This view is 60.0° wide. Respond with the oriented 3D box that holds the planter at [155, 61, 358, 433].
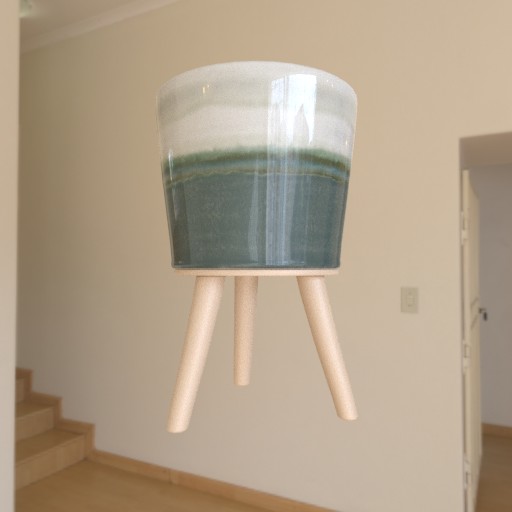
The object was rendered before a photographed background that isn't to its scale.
[{"bbox_3d":[0.000,0.000,0.482,0.217,0.331,0.217,0,-1,2],"label":"planter"}]
